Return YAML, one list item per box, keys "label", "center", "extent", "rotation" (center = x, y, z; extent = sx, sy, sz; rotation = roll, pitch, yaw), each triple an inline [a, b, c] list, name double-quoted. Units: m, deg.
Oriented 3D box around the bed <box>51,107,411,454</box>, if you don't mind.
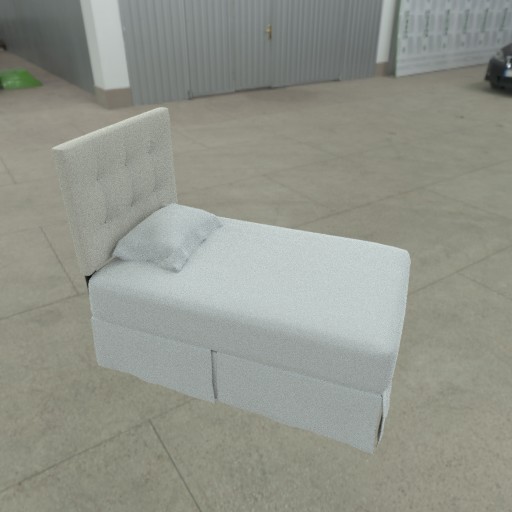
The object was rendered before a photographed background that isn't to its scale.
- label: "bed"
  center: [0.000, 0.000, 2.949]
  extent: [1.997, 1.571, 1.261]
  rotation: [11, 32, 18]
